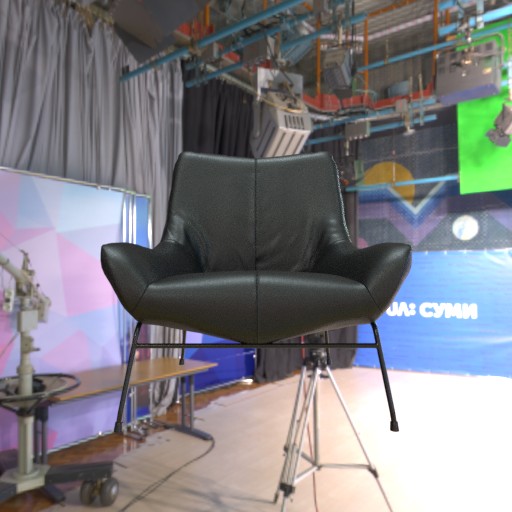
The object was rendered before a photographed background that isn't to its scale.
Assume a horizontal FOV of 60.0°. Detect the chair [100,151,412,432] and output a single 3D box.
[{"bbox_3d":[0.000,0.000,1.558,0.836,0.922,0.826,0,-1,0],"label":"chair"}]
